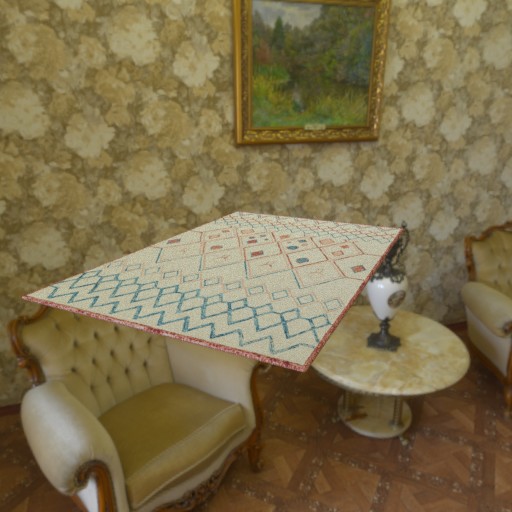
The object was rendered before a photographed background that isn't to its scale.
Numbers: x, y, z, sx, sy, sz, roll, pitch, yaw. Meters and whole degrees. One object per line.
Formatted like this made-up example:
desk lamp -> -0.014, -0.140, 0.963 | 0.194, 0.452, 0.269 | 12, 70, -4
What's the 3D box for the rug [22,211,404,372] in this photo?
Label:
rug -> 0.000, 0.000, 2.320 | 1.219, 0.016, 1.829 | 9, 20, 25
